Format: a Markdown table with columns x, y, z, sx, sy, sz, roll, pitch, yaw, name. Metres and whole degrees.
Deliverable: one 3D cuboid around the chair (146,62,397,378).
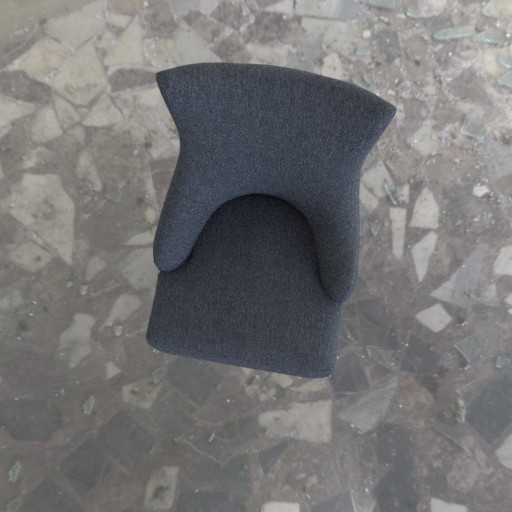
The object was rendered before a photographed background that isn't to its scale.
| x | y | z | sx | sy | sz | roll | pitch | yaw | name |
| --- | --- | --- | --- | --- | --- | --- | --- | --- | --- |
| 0.000 | 0.000 | 1.290 | 0.566 | 0.909 | 0.629 | 9 | 75 | 3 | chair |
